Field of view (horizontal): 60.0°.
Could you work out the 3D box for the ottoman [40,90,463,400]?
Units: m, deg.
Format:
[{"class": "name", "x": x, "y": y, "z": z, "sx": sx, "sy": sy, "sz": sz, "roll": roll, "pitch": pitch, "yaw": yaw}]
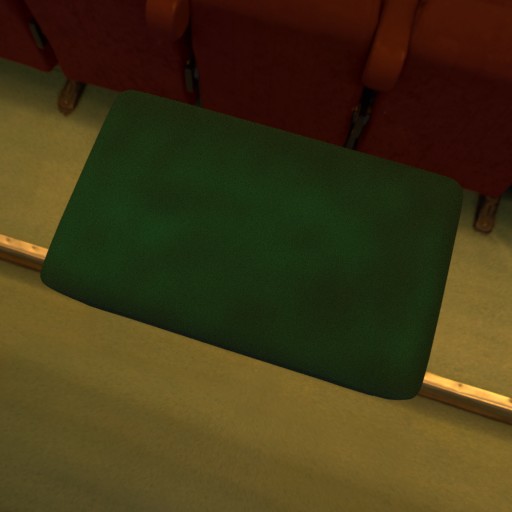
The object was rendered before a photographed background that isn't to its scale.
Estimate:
[{"class": "ottoman", "x": 0.000, "y": 0.000, "z": 1.226, "sx": 0.886, "sy": 0.533, "sz": 0.536, "roll": 17, "pitch": 76, "yaw": 4}]
